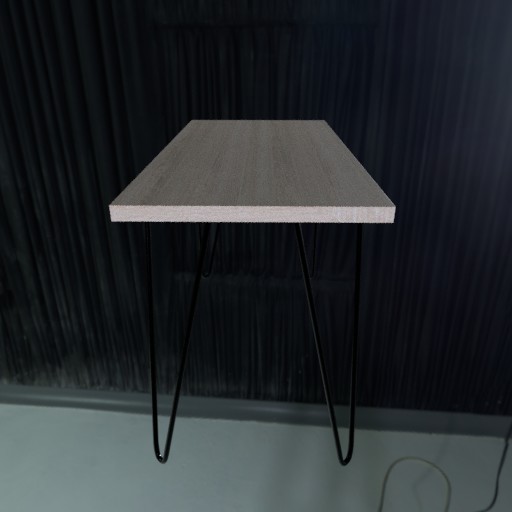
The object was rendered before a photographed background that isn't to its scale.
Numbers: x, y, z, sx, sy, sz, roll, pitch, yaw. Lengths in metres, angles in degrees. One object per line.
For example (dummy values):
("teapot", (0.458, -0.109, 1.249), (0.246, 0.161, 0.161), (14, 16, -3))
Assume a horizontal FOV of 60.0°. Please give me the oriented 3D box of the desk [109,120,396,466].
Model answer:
("desk", (0.000, 0.000, 1.360), (0.499, 0.660, 0.991), (0, 25, 1))
